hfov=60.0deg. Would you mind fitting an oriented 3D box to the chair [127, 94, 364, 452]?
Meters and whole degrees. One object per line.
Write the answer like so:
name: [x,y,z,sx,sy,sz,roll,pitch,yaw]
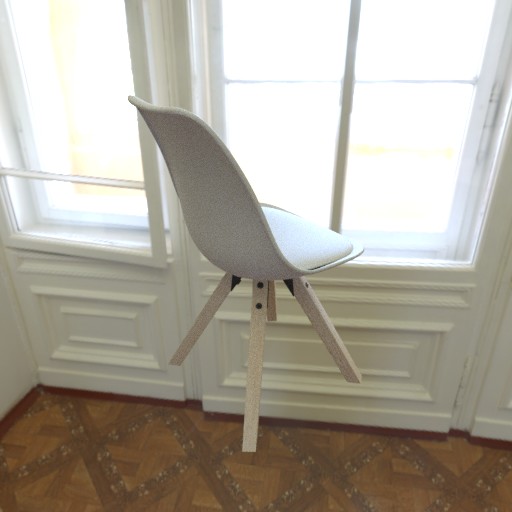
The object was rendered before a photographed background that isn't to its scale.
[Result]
chair: [0.000,0.000,1.203,0.550,0.850,0.485,-19,33,-32]
